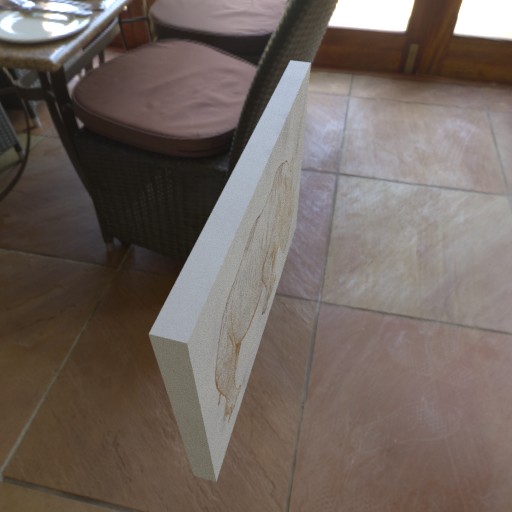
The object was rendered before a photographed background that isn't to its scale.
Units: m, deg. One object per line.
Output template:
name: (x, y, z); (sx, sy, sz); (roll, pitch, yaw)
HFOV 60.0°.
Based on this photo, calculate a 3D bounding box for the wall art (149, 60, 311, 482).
wall art: (0.000, 0.000, 0.754); (0.038, 0.407, 0.609); (11, 48, 10)
